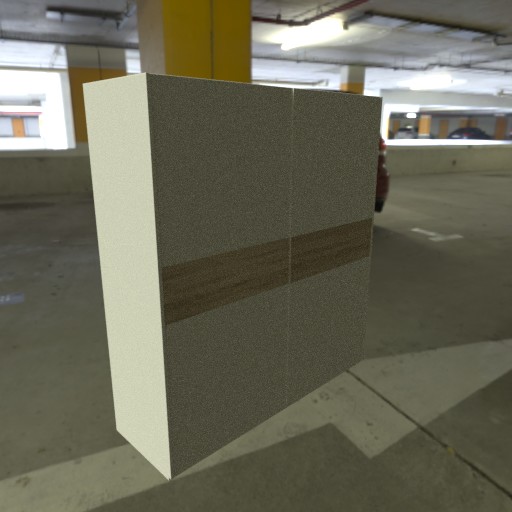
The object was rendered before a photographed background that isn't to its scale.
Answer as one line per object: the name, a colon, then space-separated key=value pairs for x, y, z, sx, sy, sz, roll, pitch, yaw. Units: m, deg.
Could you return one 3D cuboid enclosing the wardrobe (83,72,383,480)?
wardrobe: x=0.000 y=0.000 z=2.891 sx=1.830 sy=2.020 sz=0.600 roll=-15 pitch=21 yaw=-42
